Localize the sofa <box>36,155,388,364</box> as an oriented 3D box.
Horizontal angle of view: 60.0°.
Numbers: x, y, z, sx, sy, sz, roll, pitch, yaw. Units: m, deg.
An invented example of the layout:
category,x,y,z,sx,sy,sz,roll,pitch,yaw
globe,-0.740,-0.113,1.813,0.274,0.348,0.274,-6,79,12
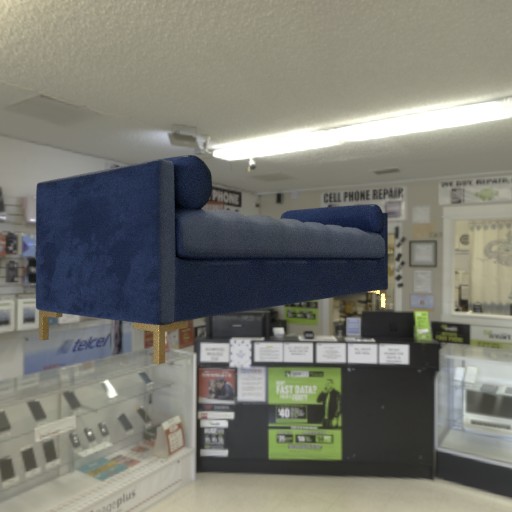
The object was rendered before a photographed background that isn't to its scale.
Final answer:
category,x,y,z,sx,sy,sz,roll,pitch,yaw
sofa,0.000,0.000,2.457,0.796,0.705,2.102,0,0,36
